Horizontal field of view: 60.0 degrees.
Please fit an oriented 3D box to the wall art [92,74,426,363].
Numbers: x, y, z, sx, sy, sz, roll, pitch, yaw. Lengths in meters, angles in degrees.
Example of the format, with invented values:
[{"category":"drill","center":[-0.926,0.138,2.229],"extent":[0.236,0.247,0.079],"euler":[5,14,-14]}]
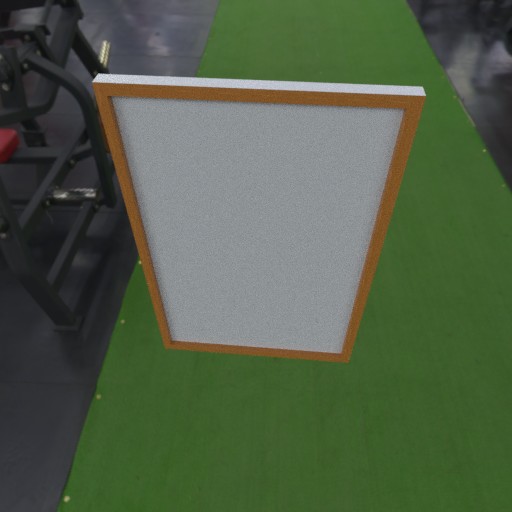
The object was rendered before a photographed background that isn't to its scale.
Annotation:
[{"category":"wall art","center":[0.000,0.000,1.147],"extent":[0.610,0.916,0.037],"euler":[4,46,4]}]
